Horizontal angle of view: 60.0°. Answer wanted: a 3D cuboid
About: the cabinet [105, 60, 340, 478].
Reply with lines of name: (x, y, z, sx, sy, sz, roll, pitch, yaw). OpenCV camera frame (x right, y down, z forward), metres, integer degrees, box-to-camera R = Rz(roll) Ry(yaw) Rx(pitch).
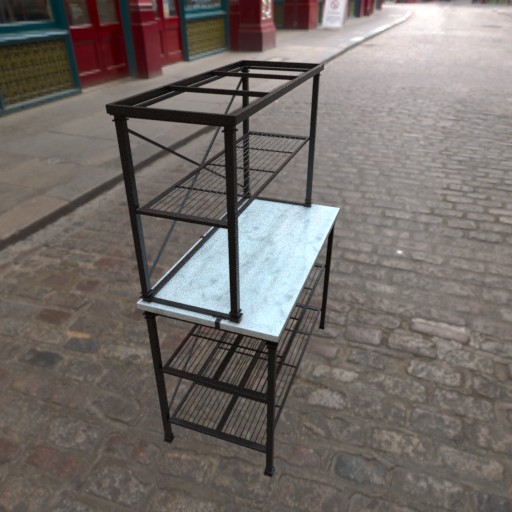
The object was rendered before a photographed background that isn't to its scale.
cabinet: (0.000, 0.000, 2.226, 0.610, 1.659, 1.210, 10, 32, 17)
